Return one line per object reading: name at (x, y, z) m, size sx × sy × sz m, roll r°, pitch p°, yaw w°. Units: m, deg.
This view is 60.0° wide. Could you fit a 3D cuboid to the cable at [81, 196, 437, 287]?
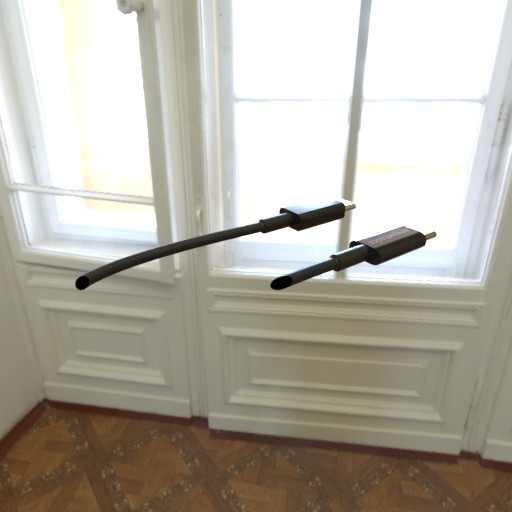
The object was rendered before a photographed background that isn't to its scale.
cable at (0.000, 0.000, 0.113) m, size 0.098 × 0.006 × 0.040 m, roll -17°, pitch 31°, yaw -32°
